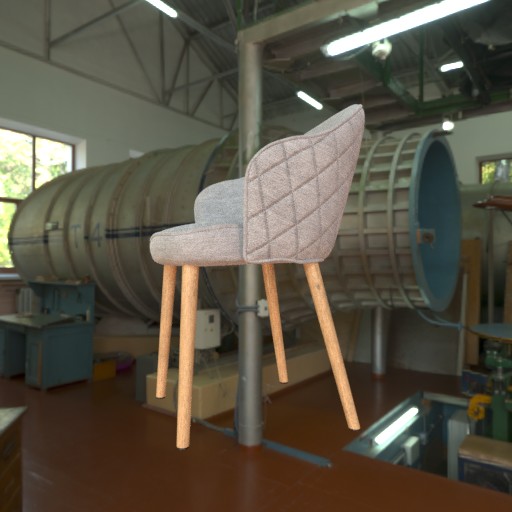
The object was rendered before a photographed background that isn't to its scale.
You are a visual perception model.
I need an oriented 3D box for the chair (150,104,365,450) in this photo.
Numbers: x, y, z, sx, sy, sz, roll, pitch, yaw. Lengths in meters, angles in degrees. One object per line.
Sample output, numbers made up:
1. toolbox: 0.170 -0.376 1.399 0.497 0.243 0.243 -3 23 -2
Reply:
1. chair: 0.000 0.000 1.164 0.530 0.800 0.540 0 -1 -19
